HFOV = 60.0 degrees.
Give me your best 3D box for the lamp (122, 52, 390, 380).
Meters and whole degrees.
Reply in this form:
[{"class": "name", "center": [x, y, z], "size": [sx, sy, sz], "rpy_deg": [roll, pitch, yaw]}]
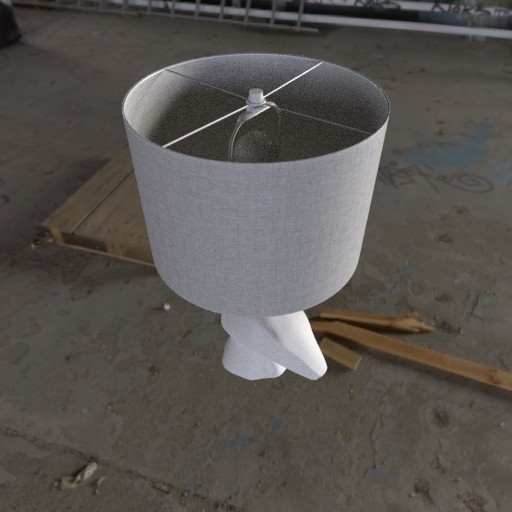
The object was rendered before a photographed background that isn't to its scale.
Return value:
[{"class": "lamp", "center": [0.000, 0.000, 0.670], "size": [0.298, 0.503, 0.298], "rpy_deg": [27, 49, 27]}]
